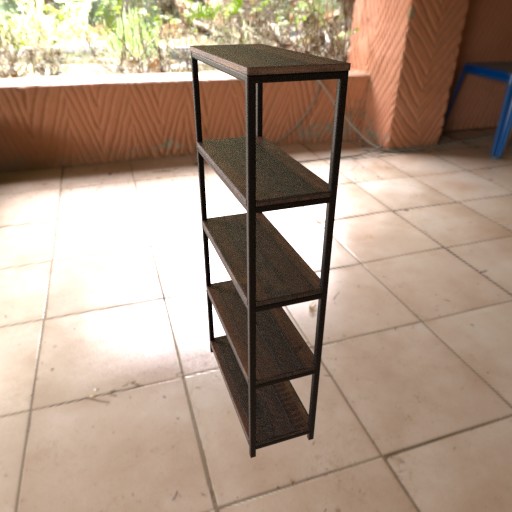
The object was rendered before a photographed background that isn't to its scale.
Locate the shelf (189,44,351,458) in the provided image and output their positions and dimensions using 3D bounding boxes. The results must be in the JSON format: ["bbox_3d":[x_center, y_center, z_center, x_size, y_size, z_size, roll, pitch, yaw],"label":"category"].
[{"bbox_3d":[0.000,0.000,2.225,0.359,1.860,0.874,-10,31,-16],"label":"shelf"}]
